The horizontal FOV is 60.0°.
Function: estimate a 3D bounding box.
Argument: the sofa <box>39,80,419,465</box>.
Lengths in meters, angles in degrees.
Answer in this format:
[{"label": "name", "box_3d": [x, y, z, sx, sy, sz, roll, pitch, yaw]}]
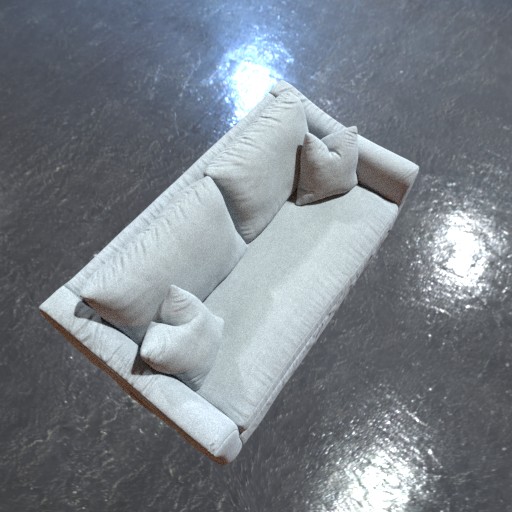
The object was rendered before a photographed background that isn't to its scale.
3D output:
[{"label": "sofa", "box_3d": [0.000, 0.000, 2.589, 1.072, 1.018, 2.010, 32, 64, 18]}]
